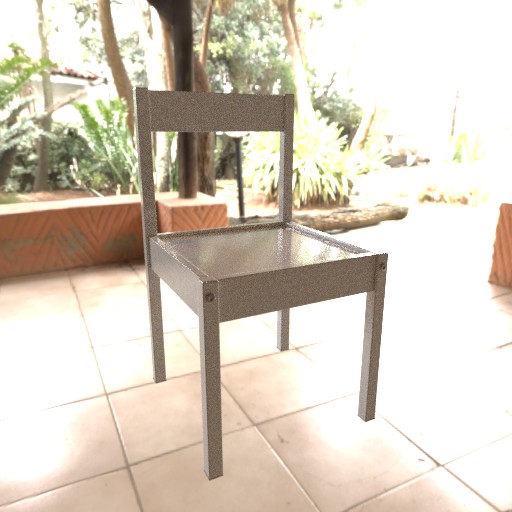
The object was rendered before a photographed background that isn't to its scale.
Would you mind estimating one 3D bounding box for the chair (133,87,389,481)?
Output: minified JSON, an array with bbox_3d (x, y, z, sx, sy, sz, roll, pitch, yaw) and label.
[{"bbox_3d":[0.000,0.000,0.695,0.285,0.505,0.285,-8,18,-26],"label":"chair"}]
